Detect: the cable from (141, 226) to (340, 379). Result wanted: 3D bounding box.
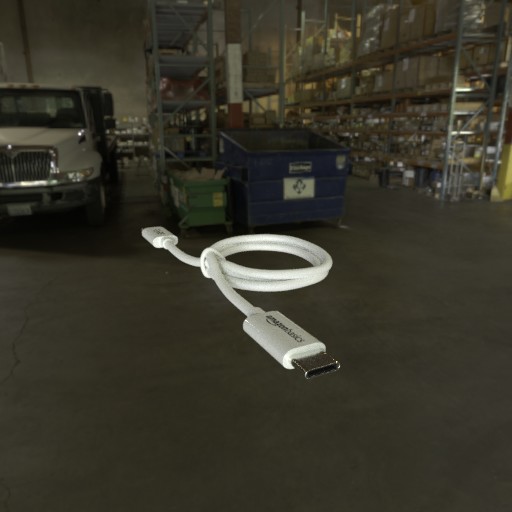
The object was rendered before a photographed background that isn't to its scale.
[{"bbox_3d":[0.000,0.000,0.208,0.070,0.014,0.186,-8,18,-26],"label":"cable"}]
